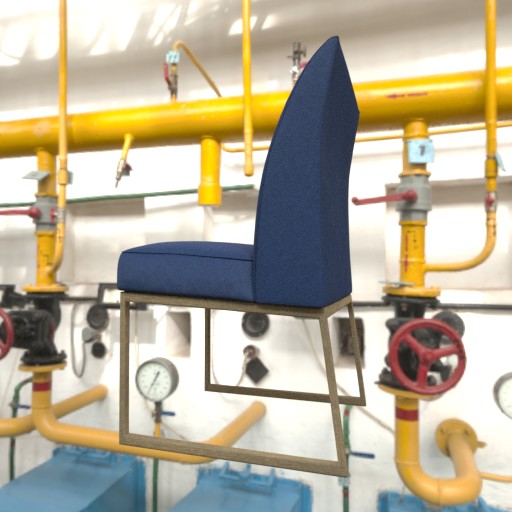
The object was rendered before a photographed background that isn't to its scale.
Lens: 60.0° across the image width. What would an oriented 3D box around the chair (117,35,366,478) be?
[{"bbox_3d":[0.000,0.000,1.162,0.522,0.863,0.508,0,-2,18],"label":"chair"}]
